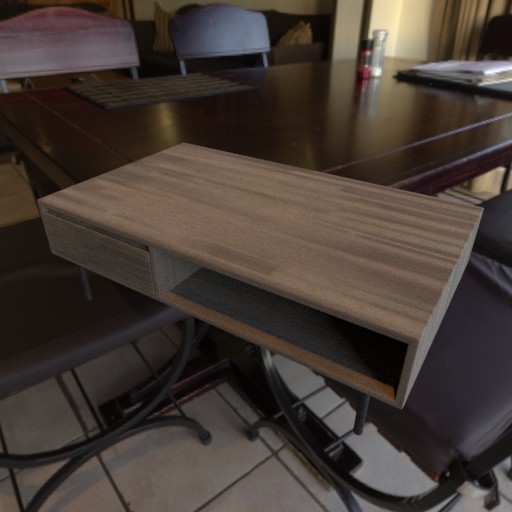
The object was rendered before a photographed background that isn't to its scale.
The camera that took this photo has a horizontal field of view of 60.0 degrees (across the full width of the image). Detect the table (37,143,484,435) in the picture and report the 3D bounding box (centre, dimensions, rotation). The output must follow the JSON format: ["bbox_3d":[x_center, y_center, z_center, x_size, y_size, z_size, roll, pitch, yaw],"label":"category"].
[{"bbox_3d":[0.000,0.000,1.339,1.088,0.347,0.643,19,36,28],"label":"table"}]
